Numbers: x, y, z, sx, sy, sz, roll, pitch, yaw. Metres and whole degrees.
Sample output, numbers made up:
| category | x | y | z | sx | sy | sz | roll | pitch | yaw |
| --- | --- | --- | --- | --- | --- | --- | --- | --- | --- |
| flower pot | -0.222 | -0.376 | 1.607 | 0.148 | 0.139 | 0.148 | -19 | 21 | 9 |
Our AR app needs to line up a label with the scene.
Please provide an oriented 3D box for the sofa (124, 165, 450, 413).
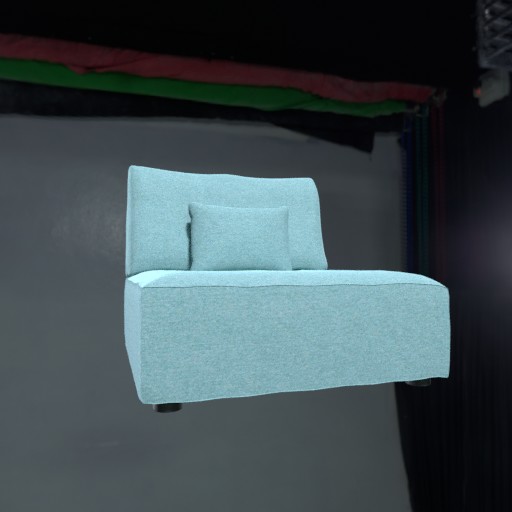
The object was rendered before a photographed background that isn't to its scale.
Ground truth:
| category | x | y | z | sx | sy | sz | roll | pitch | yaw |
| --- | --- | --- | --- | --- | --- | --- | --- | --- | --- |
| sofa | 0.000 | 0.000 | 1.697 | 0.930 | 0.820 | 1.000 | 1 | -2 | -19 |
